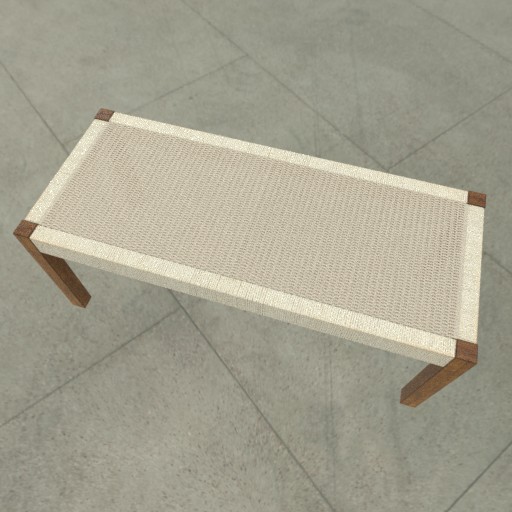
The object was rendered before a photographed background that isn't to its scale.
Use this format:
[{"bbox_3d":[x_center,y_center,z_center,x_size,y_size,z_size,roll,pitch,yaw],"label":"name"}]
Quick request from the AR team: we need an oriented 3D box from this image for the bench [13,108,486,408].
[{"bbox_3d":[0.000,0.000,1.406,1.198,0.457,0.507,15,60,9],"label":"bench"}]
